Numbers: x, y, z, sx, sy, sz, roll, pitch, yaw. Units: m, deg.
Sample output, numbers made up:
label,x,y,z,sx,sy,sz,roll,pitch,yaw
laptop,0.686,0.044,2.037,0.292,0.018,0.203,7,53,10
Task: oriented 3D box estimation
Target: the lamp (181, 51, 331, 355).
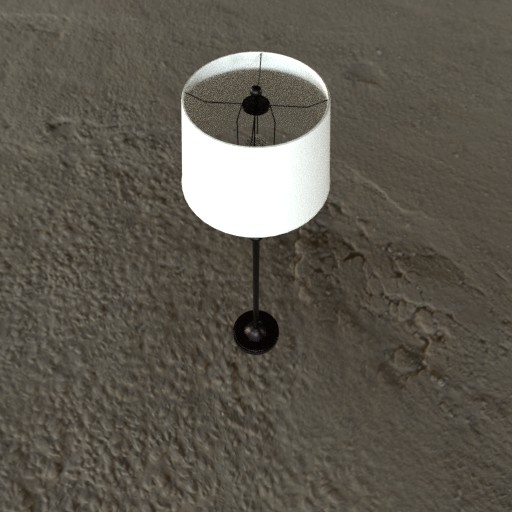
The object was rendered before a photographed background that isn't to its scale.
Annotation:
label,x,y,z,sx,sy,sz,roll,pitch,yaw
lamp,0.000,0.000,1.658,0.431,1.484,0.431,0,58,0
